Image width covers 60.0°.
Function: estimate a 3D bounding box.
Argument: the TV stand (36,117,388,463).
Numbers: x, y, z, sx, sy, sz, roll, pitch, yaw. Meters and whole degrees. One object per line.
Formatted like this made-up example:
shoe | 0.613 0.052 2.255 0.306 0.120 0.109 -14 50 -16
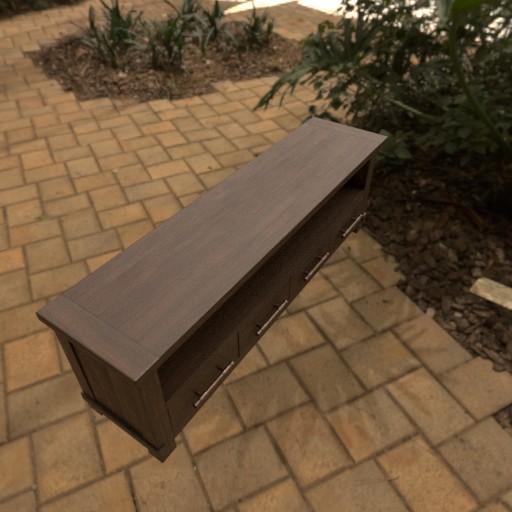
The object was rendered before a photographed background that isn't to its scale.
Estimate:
TV stand | 0.000 0.000 2.124 0.471 0.615 1.866 24 46 25
